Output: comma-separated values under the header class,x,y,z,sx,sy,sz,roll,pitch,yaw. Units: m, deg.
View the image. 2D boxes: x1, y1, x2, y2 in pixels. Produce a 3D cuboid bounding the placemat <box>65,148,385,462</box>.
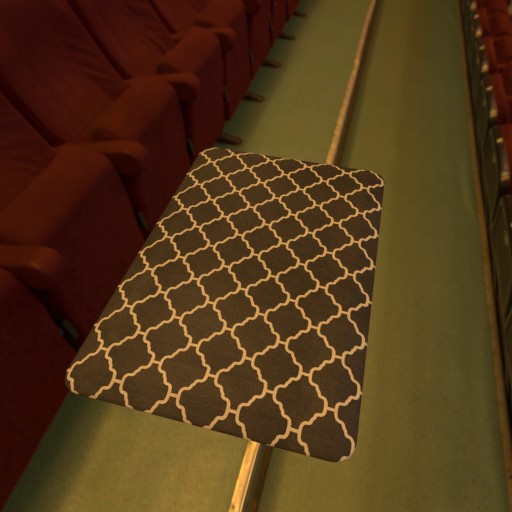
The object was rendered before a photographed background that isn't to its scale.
class,x,y,z,sx,sy,sz,roll,pitch,yaw
placemat,0.000,0.000,0.961,0.508,0.021,0.762,11,48,10
